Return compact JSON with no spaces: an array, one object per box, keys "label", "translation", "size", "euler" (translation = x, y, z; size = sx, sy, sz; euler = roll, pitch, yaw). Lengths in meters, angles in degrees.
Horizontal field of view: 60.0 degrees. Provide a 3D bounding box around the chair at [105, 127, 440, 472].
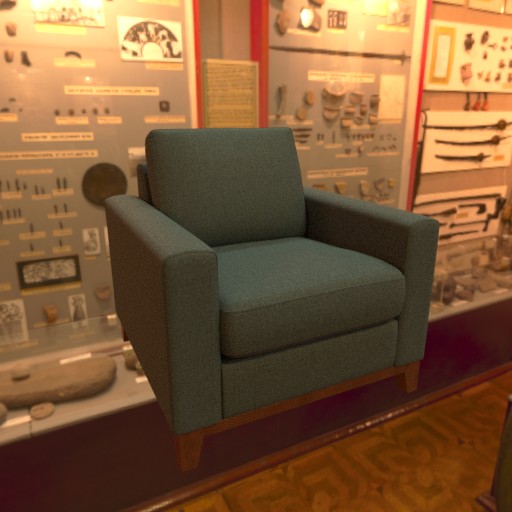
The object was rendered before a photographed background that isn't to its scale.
[{"label":"chair","translation":[0.000,0.000,1.835],"size":[1.024,1.010,1.038],"euler":[-8,19,-25]}]
